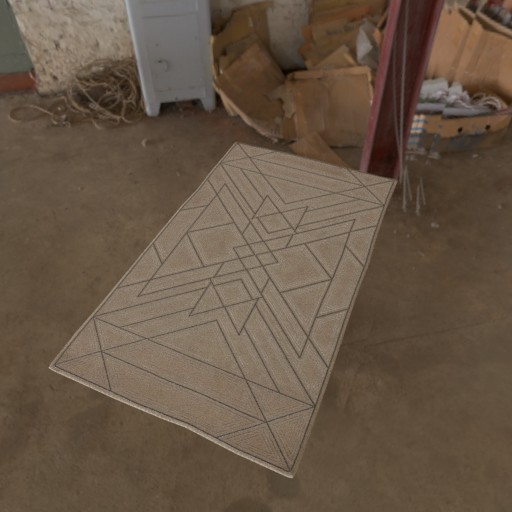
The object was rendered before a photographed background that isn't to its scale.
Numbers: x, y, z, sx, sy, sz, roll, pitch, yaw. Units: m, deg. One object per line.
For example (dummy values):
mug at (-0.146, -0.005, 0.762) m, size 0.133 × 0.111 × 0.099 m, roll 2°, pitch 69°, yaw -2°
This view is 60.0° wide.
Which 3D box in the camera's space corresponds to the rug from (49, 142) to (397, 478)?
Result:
rug at (0.000, 0.000, 1.066) m, size 0.511 × 0.008 × 0.869 m, roll 18°, pitch 49°, yaw 16°
